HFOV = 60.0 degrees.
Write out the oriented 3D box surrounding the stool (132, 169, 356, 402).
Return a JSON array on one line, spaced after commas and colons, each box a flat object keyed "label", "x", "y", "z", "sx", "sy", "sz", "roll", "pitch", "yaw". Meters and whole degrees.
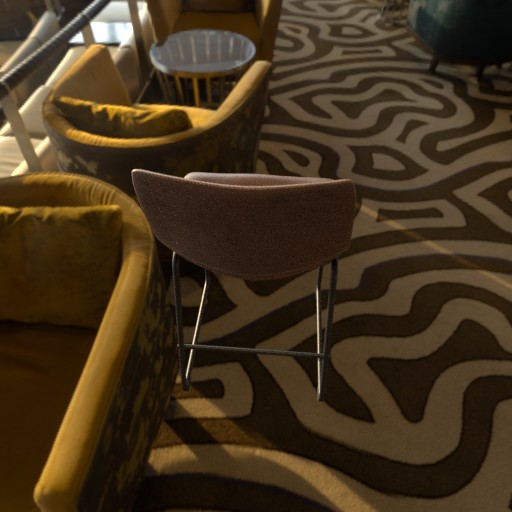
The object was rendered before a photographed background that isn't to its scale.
[{"label": "stool", "x": 0.000, "y": 0.000, "z": 1.223, "sx": 0.460, "sy": 0.890, "sz": 0.550, "roll": 3, "pitch": 46, "yaw": 3}]
